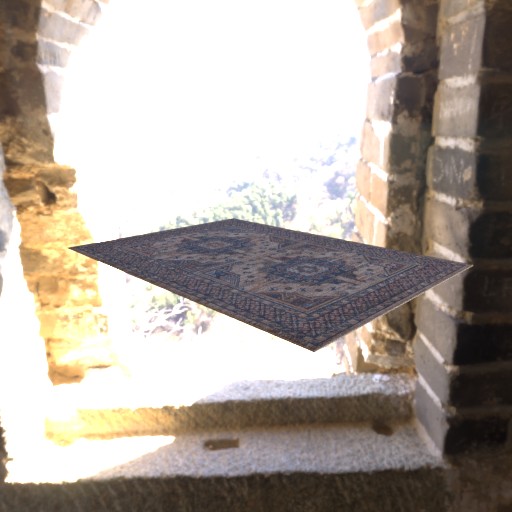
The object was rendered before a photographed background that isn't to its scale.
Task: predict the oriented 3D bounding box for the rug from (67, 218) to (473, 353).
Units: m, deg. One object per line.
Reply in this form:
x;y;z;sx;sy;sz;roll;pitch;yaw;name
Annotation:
0.000;0.000;2.972;2.227;0.008;1.611;15;21;43;rug
